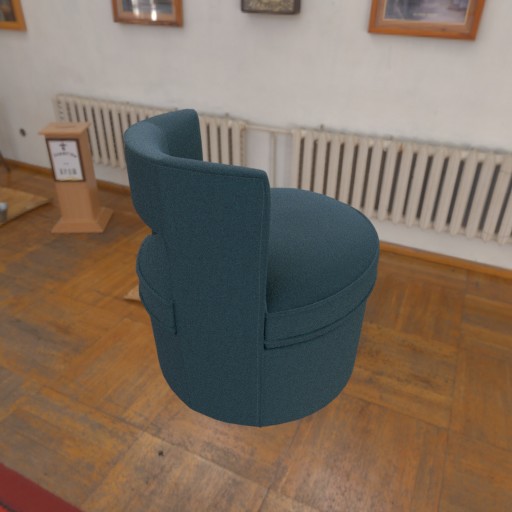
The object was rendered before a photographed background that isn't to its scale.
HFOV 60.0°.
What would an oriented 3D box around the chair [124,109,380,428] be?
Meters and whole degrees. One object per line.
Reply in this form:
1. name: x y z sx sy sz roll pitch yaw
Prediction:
1. chair: 0.000 0.000 1.247 0.660 0.711 0.684 -10 31 -17
